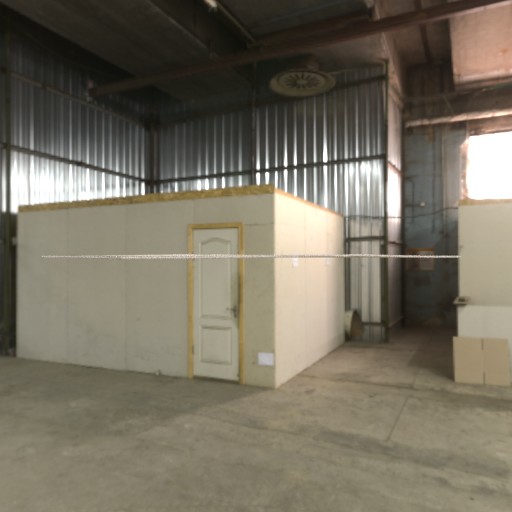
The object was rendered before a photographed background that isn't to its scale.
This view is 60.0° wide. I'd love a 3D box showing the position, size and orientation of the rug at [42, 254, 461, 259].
[{"bbox_3d":[0.000,0.000,2.243,1.792,0.021,1.154,0,0,-36],"label":"rug"}]
